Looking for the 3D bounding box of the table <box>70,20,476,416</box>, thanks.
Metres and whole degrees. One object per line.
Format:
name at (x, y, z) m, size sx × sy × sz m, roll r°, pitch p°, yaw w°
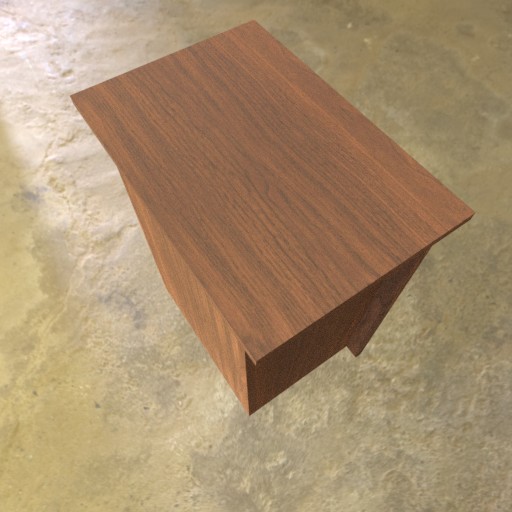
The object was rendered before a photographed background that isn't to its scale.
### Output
table at (0.000, 0.000, 1.040) m, size 0.406 × 0.711 × 0.589 m, roll -31°, pitch 65°, yaw -16°
